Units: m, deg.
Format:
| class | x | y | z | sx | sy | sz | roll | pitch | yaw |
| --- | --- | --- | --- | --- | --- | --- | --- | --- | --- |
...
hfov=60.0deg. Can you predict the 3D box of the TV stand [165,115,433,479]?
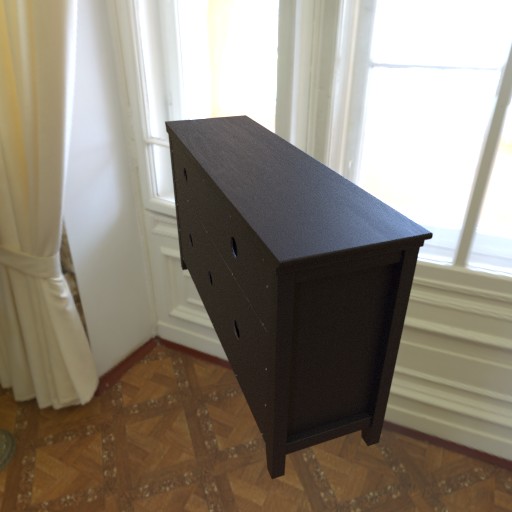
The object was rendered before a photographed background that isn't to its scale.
| class | x | y | z | sx | sy | sz | roll | pitch | yaw |
| --- | --- | --- | --- | --- | --- | --- | --- | --- | --- |
| TV stand | 0.000 | 0.000 | 1.519 | 0.347 | 0.681 | 1.198 | -10 | 31 | -17 |
